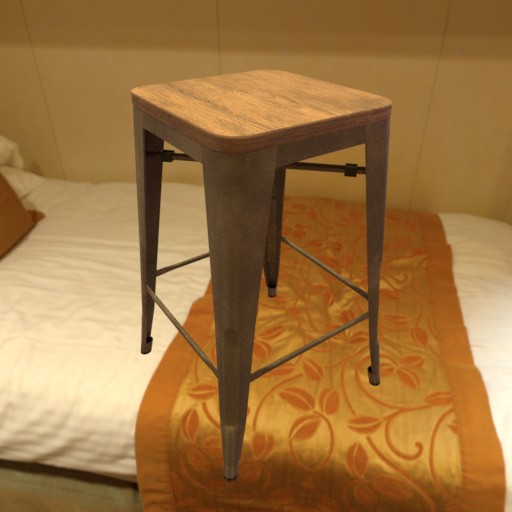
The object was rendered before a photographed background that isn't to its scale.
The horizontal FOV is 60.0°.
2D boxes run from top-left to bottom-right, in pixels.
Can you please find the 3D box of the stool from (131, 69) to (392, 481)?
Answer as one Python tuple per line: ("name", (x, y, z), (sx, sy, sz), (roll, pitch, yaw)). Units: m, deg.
("stool", (0.000, 0.000, 0.866), (0.407, 0.607, 0.407), (-21, 38, -29))
